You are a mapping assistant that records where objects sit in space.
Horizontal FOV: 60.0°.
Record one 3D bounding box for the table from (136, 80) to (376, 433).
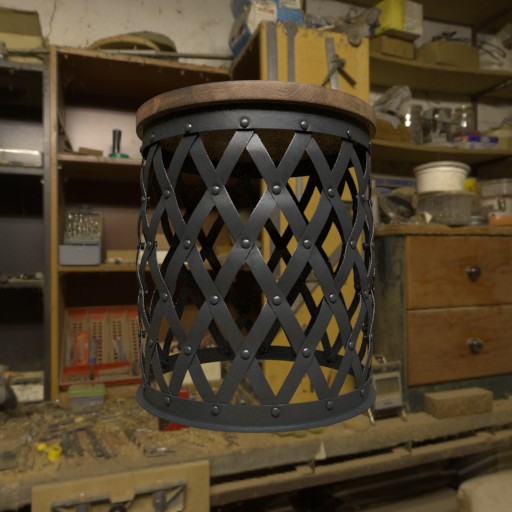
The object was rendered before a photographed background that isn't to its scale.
[{"bbox_3d":[0.000,0.000,0.772,0.405,0.454,0.405,0,0,0],"label":"table"}]
